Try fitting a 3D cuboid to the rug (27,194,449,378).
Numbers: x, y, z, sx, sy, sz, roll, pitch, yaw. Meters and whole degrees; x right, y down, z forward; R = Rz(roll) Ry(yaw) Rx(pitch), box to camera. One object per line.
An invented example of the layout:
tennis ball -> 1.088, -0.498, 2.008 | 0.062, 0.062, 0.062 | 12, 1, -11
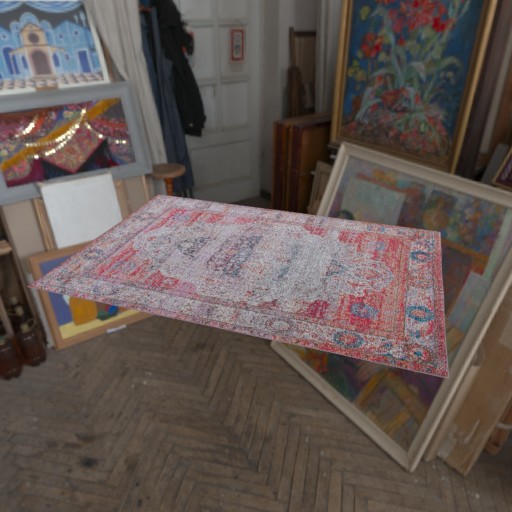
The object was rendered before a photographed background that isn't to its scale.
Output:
rug -> 0.000, 0.000, 2.300 | 1.829, 0.006, 1.219 | 9, 31, 16
